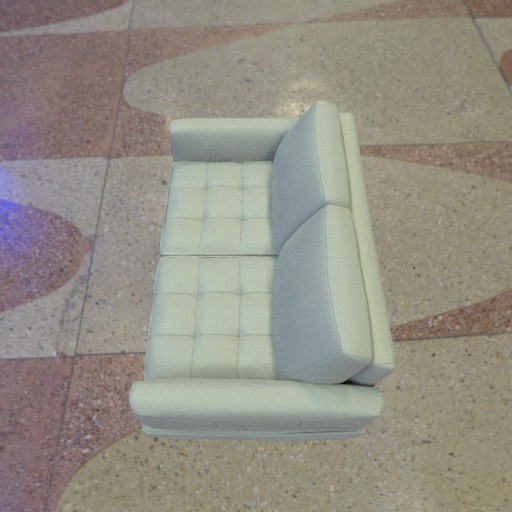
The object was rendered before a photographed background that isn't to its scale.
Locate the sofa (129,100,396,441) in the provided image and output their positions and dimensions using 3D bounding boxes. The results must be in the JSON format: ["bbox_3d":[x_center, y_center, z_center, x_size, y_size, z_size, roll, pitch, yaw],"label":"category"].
[{"bbox_3d":[0.000,0.000,2.417,1.121,0.930,1.819,0,58,0],"label":"sofa"}]
